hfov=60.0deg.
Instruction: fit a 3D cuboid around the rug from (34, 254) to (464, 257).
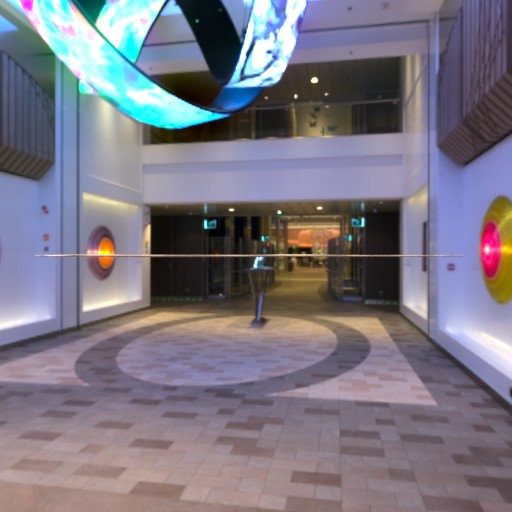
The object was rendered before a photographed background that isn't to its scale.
[{"bbox_3d":[0.000,0.000,2.963,2.442,0.016,1.527,0,0,-36],"label":"rug"}]
